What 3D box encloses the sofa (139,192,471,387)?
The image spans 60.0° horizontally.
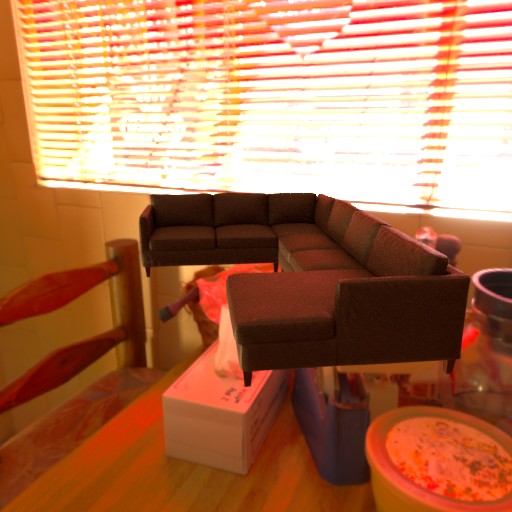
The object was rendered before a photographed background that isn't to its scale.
[{"bbox_3d":[0.000,0.000,4.552,2.593,0.923,3.460,-2,16,-6],"label":"sofa"}]
